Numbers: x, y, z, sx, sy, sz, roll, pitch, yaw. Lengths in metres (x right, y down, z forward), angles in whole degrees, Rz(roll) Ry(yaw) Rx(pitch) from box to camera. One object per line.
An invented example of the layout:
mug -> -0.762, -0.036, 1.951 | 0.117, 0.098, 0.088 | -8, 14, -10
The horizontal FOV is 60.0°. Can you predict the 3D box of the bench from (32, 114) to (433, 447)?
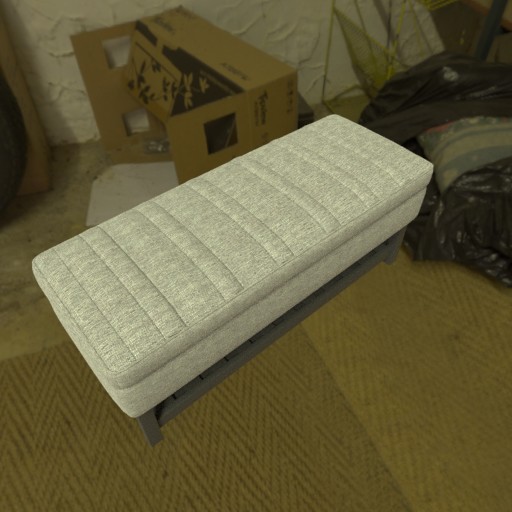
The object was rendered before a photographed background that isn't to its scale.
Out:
bench -> 0.000, 0.000, 1.333 | 1.100, 0.470, 0.429 | -32, 54, -27
